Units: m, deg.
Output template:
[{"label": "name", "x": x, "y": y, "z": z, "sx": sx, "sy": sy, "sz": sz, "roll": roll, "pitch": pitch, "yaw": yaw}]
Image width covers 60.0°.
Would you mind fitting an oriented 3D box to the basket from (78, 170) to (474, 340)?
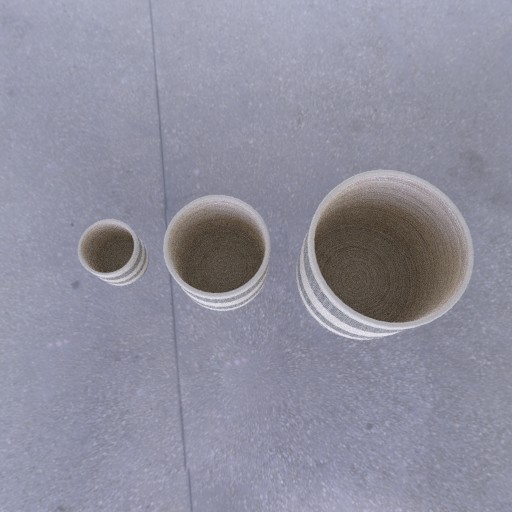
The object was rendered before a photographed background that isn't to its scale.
[{"label": "basket", "x": 0.000, "y": 0.000, "z": 1.102, "sx": 0.917, "sy": 0.356, "sz": 0.351, "roll": 4, "pitch": 75, "yaw": 1}]
